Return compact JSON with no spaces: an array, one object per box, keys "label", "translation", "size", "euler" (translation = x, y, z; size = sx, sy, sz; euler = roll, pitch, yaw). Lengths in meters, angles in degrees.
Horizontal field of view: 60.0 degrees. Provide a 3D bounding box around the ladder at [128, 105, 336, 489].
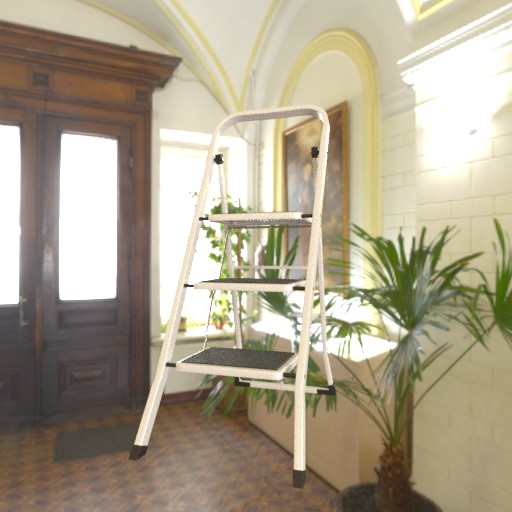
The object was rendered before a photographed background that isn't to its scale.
[{"label":"ladder","translation":[0.000,0.000,1.408],"size":[0.460,1.050,0.711],"euler":[0,0,18]}]
